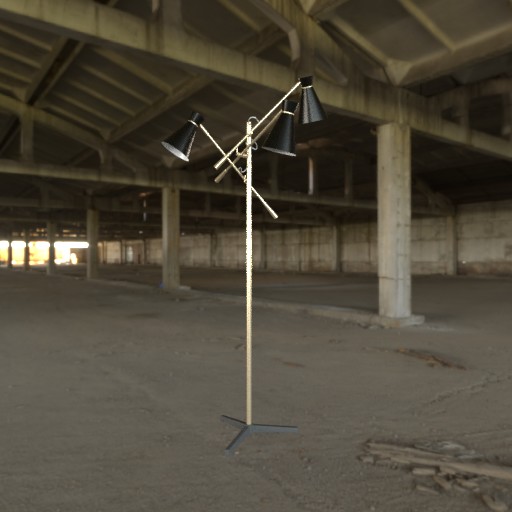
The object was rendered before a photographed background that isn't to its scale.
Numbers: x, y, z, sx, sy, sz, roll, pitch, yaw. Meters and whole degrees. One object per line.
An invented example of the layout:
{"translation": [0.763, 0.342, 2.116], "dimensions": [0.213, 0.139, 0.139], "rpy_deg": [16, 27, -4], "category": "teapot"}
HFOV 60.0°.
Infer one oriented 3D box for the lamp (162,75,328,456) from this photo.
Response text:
{"translation": [0.000, 0.000, 2.154], "dimensions": [0.750, 1.804, 0.653], "rpy_deg": [0, 0, -37], "category": "lamp"}
